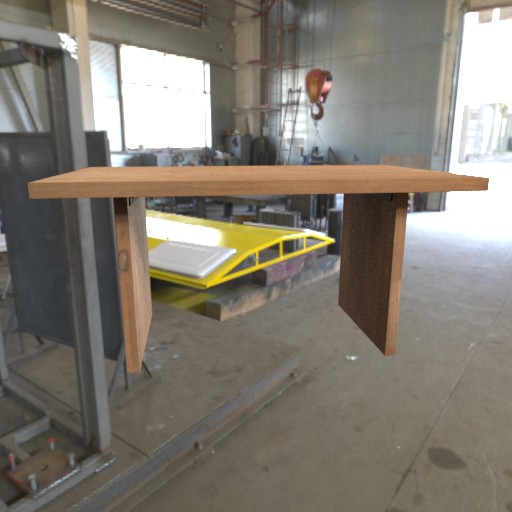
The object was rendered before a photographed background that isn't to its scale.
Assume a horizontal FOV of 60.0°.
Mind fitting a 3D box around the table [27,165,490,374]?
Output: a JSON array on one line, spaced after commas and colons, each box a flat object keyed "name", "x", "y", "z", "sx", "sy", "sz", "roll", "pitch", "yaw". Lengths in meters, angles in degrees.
[{"name": "table", "x": 0.000, "y": 0.000, "z": 2.073, "sx": 1.609, "sy": 0.780, "sz": 0.946, "roll": -2, "pitch": 15, "yaw": -8}]
